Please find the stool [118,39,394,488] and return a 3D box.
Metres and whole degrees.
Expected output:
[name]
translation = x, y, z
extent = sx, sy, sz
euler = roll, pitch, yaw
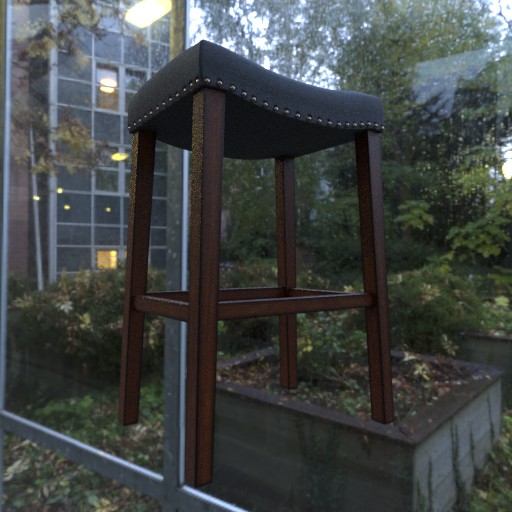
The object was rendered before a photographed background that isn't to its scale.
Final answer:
[stool]
translation = 0.000, 0.000, 1.001
extent = 0.502, 0.748, 0.366
euler = 1, -1, -36
